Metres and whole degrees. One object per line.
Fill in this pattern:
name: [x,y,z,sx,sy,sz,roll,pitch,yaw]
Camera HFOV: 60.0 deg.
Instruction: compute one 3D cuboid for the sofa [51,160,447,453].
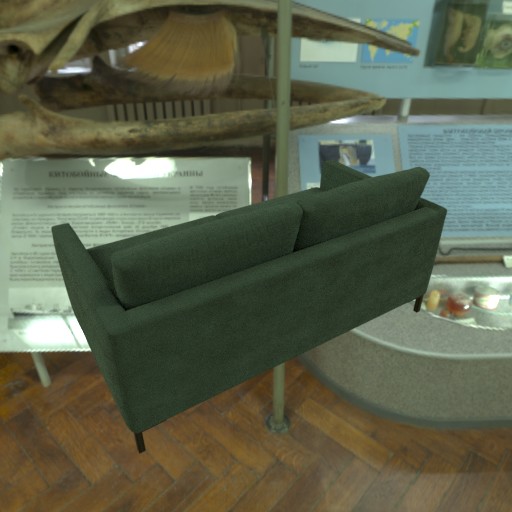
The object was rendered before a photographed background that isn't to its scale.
sofa: [0.000,0.000,2.164,1.676,0.817,0.875,-19,36,-28]
